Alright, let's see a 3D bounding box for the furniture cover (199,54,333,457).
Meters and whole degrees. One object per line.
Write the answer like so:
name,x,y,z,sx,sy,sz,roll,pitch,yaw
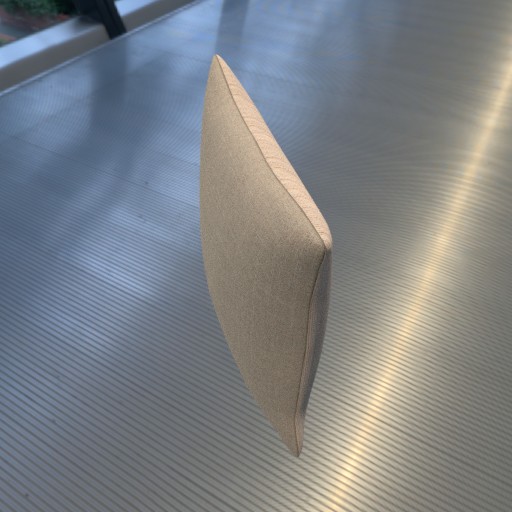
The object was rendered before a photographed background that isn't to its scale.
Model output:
furniture cover,0.000,0.000,0.767,0.178,0.506,0.512,-11,46,-11
